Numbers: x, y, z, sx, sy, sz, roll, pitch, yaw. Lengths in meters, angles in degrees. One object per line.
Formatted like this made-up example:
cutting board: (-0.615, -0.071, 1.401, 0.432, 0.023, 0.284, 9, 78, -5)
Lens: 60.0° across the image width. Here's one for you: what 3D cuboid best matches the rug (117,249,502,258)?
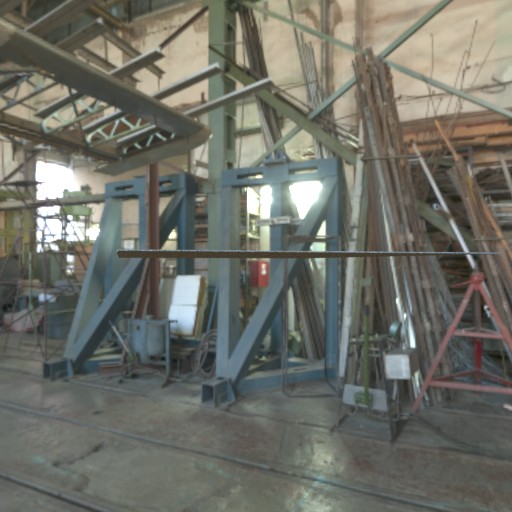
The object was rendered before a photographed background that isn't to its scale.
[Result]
rug: (0.000, 0.000, 4.077, 2.443, 0.007, 3.200, 0, -1, -17)
